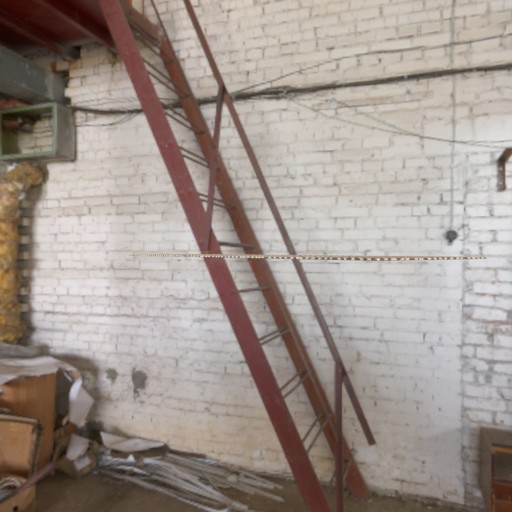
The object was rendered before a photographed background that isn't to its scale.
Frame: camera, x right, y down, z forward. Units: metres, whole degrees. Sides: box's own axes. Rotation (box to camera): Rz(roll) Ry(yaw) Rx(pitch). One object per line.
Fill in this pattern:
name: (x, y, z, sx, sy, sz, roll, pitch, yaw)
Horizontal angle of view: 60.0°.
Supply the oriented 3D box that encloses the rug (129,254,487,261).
rug: (0.000, 0.000, 2.519, 0.676, 0.008, 2.277, 0, 1, -36)
